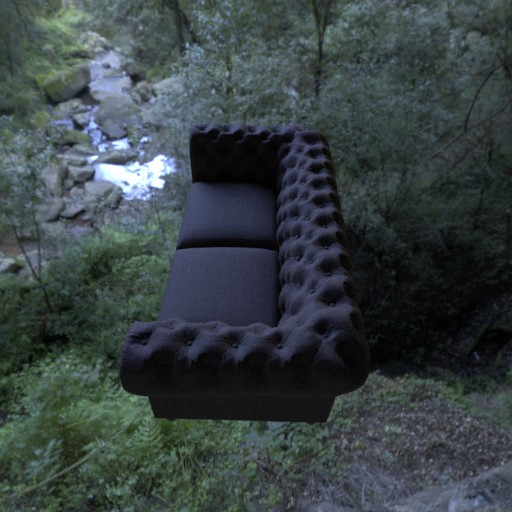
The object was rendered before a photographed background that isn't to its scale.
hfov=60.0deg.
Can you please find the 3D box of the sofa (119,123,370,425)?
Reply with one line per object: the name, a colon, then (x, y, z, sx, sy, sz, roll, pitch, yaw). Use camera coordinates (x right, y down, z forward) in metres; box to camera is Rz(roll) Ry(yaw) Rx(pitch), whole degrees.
sofa: (0.000, 0.000, 2.535, 0.944, 0.780, 2.048, 1, 42, 1)
